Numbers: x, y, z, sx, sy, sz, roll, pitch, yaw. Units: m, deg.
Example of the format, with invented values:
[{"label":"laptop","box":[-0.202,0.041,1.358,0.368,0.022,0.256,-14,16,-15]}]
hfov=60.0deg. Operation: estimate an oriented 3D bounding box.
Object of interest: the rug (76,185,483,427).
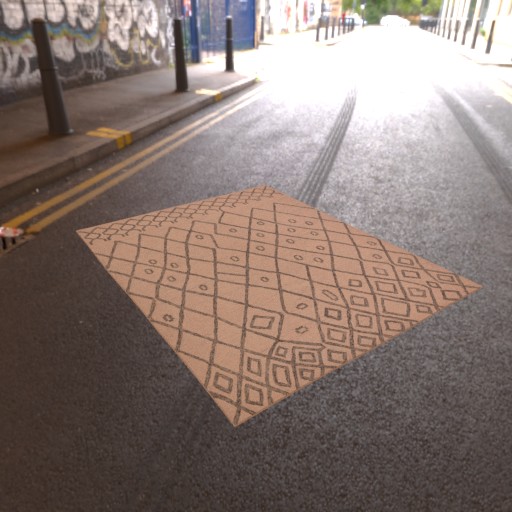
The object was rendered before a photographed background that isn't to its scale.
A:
[{"label":"rug","box":[0.000,0.000,4.127,2.446,0.015,3.046,-19,34,-30]}]
